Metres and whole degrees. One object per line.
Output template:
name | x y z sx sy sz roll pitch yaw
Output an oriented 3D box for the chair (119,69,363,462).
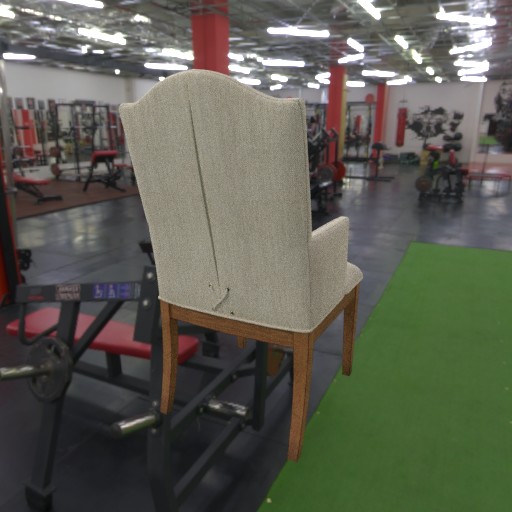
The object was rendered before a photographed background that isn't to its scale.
chair | 0.000 0.000 1.376 0.533 1.016 0.641 9 18 27
